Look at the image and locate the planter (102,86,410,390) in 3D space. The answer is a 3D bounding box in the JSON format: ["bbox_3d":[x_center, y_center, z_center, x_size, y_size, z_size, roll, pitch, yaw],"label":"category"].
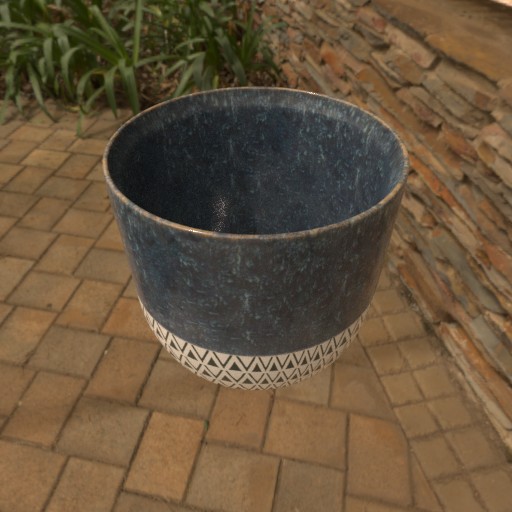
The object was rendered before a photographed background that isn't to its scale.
[{"bbox_3d":[0.000,0.000,0.484,0.266,0.270,0.266,0,42,0],"label":"planter"}]
